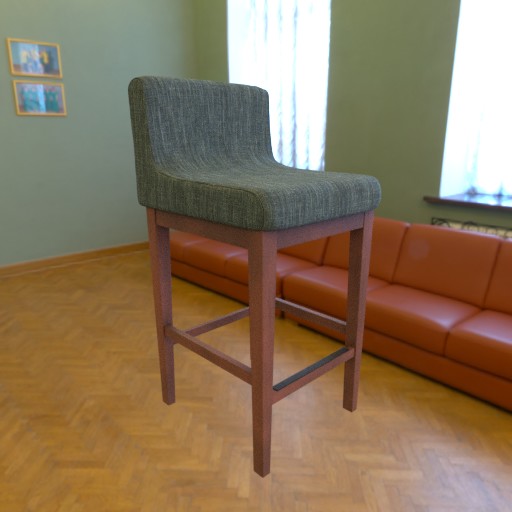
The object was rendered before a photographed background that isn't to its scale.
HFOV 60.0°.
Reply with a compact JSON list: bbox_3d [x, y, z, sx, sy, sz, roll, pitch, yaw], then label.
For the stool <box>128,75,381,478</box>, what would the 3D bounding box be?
[{"bbox_3d":[0.000,0.000,1.091,0.395,0.835,0.459,-15,21,-42],"label":"stool"}]
